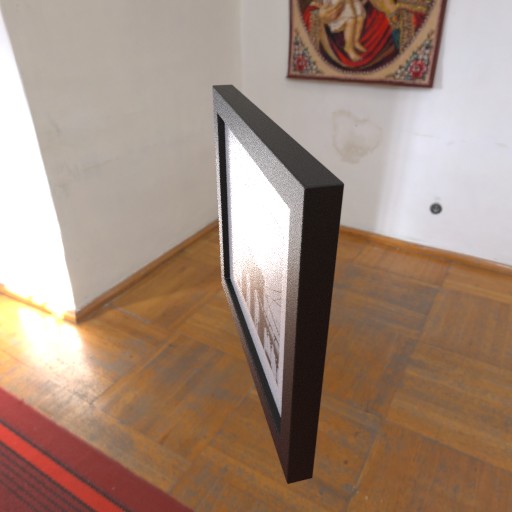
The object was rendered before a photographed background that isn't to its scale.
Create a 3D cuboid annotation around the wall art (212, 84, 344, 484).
[{"bbox_3d":[0.000,0.000,0.538,0.028,0.330,0.380,-7,32,-12],"label":"wall art"}]
